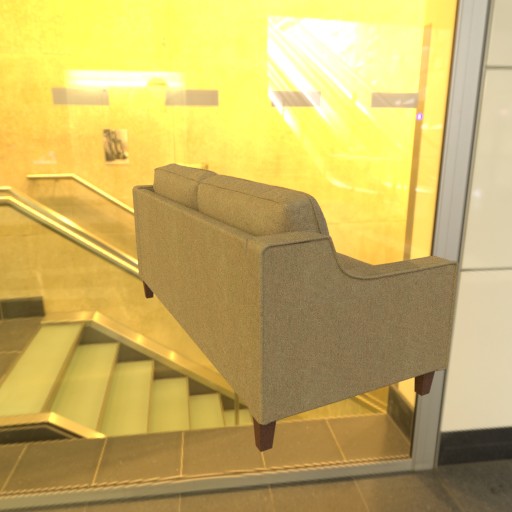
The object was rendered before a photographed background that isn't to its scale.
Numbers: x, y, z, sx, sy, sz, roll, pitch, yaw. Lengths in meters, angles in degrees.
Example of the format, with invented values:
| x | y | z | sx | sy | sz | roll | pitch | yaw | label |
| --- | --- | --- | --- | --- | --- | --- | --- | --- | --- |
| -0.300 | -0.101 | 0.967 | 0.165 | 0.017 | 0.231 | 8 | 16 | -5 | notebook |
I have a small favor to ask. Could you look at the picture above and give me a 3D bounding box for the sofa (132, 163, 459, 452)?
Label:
| x | y | z | sx | sy | sz | roll | pitch | yaw | label |
| --- | --- | --- | --- | --- | --- | --- | --- | --- | --- |
| 0.000 | 0.000 | 2.798 | 1.073 | 1.074 | 2.181 | -7 | 17 | -26 | sofa |
